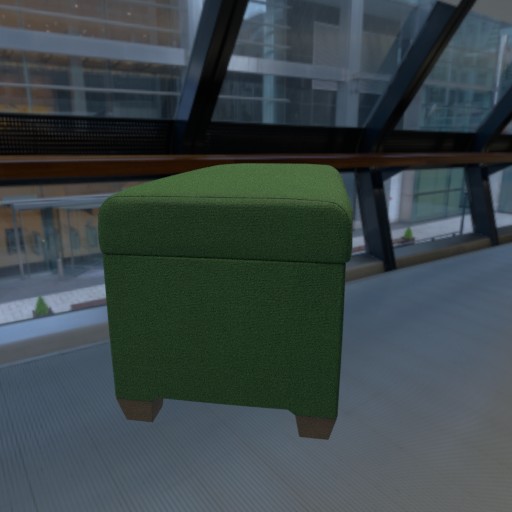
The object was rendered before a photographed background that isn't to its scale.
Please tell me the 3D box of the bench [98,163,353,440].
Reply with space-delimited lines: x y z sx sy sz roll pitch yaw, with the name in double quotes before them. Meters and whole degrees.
"bench" 0.000 0.000 1.304 0.505 0.501 0.989 2 15 9
